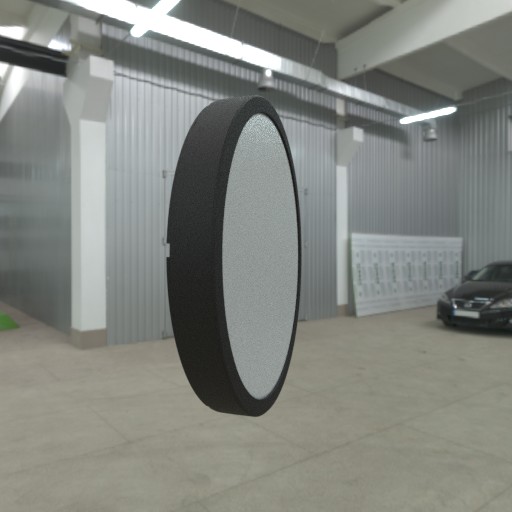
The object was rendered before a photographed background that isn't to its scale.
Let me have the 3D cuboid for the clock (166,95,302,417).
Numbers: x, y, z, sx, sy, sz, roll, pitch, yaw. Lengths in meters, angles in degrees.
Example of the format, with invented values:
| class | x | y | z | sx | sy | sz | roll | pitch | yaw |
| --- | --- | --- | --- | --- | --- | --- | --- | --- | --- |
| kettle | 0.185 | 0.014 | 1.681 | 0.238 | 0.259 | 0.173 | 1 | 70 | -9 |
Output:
| class | x | y | z | sx | sy | sz | roll | pitch | yaw |
| --- | --- | --- | --- | --- | --- | --- | --- | --- | --- |
| clock | 0.000 | 0.000 | 0.432 | 0.040 | 0.293 | 0.293 | 0 | 0 | 17 |
